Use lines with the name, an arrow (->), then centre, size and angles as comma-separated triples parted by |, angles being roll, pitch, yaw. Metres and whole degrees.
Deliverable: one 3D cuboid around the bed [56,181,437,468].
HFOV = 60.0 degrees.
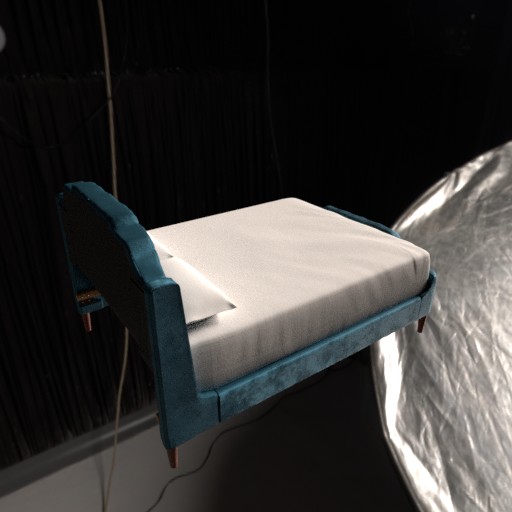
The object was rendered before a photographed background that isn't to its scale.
bed -> 0.000, 0.000, 3.326 | 2.322, 1.338, 1.678 | -17, 30, -31
